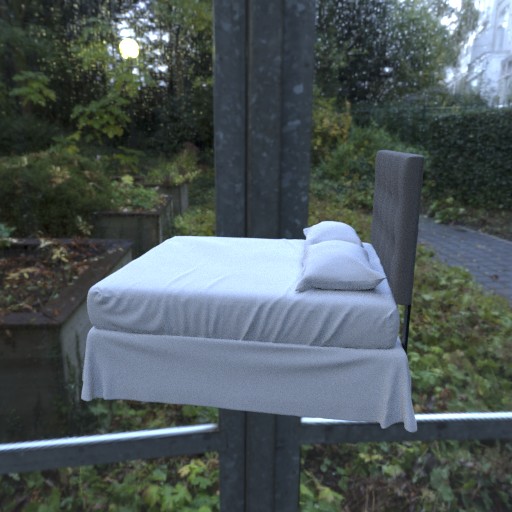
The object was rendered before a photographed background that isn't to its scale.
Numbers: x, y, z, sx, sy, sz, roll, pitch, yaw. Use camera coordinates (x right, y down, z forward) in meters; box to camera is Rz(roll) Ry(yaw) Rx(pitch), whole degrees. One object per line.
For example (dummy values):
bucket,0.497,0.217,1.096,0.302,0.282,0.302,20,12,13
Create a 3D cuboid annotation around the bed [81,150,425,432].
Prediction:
bed,0.000,0.000,3.430,2.222,1.577,1.936,2,15,9
